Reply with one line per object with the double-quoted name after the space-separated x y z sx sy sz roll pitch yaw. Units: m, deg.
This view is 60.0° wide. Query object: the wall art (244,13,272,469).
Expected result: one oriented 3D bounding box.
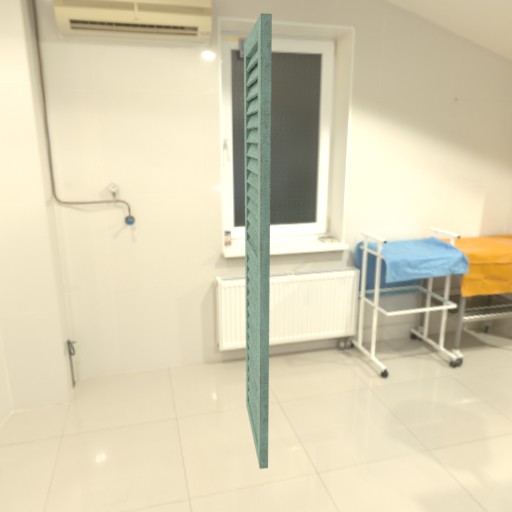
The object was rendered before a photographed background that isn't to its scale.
0.000 0.000 1.314 0.025 1.219 0.329 -2 15 -8 "wall art"
